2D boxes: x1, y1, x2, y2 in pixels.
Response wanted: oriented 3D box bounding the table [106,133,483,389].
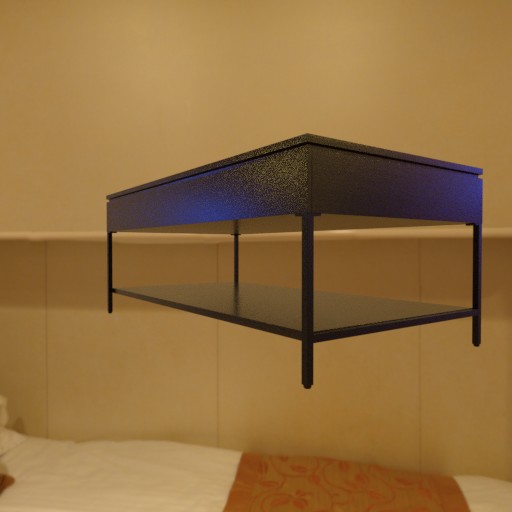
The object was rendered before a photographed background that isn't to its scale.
[{"bbox_3d":[0.000,0.000,1.359,0.574,0.435,1.095,-1,1,-36],"label":"table"}]
